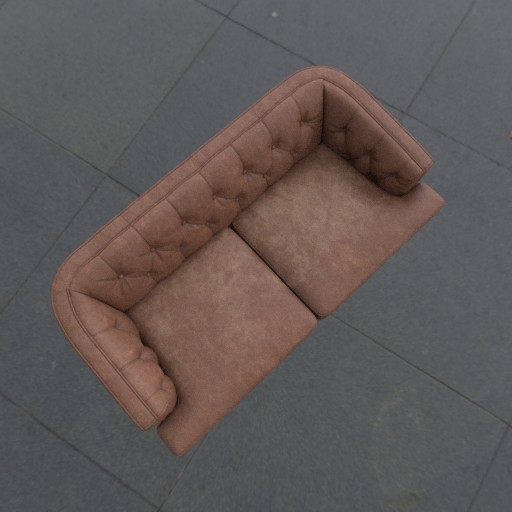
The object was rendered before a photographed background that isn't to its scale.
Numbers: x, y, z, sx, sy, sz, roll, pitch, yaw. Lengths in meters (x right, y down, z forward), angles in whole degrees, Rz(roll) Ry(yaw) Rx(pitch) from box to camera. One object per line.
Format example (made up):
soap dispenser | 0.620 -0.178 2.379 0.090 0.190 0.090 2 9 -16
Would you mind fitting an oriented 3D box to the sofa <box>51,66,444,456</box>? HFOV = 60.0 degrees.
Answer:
sofa | 0.000 0.000 2.198 1.755 0.786 0.914 -42 80 -9
